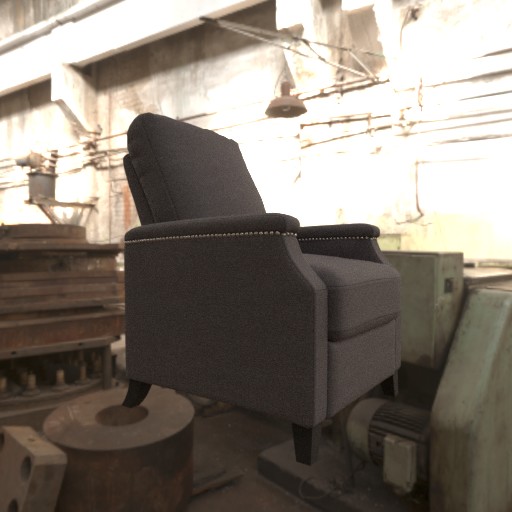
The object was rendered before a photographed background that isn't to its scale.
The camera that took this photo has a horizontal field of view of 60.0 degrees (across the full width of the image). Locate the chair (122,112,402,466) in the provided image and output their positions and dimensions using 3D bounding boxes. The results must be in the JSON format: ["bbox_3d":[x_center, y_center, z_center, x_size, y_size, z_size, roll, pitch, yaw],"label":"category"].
[{"bbox_3d":[0.000,0.000,1.630,0.922,1.049,0.710,1,1,36],"label":"chair"}]
